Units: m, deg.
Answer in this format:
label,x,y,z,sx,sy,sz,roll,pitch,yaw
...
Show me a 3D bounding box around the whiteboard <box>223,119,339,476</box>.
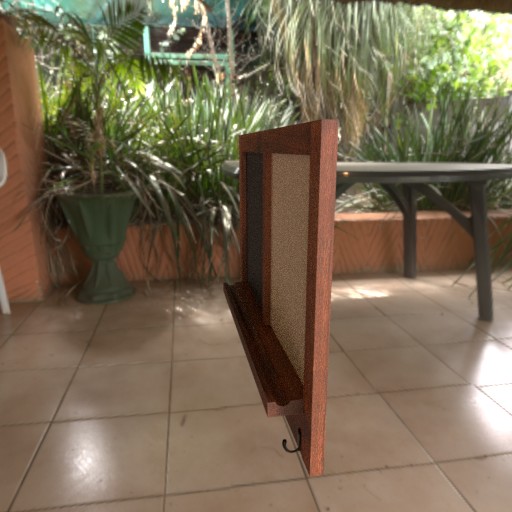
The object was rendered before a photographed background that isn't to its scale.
label,x,y,z,sx,sy,sz,roll,pitch,yaw
whiteboard,0.000,0.000,1.013,0.083,0.553,0.768,-2,14,-10
